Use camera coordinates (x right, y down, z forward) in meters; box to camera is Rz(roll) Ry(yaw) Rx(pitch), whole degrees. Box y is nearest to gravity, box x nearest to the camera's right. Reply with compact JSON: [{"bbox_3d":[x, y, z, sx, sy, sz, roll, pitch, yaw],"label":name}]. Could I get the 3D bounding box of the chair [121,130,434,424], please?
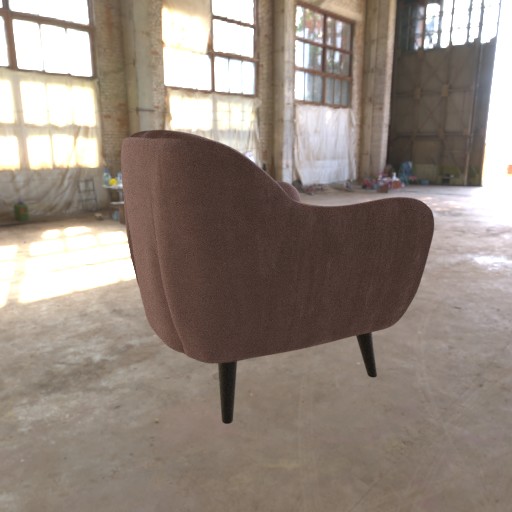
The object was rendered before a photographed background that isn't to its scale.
[{"bbox_3d":[0.000,0.000,1.532,0.820,0.820,0.840,-7,15,-25],"label":"chair"}]
